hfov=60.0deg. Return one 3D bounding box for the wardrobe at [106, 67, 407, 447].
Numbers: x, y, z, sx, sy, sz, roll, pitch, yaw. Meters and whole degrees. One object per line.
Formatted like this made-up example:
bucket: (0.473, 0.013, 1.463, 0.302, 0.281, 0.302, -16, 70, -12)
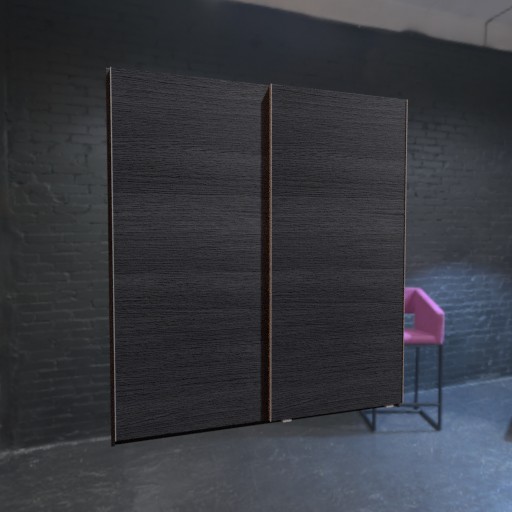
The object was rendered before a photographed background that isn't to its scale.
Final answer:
wardrobe: (0.000, 0.000, 2.820, 1.780, 1.960, 0.629, -1, 3, -18)
